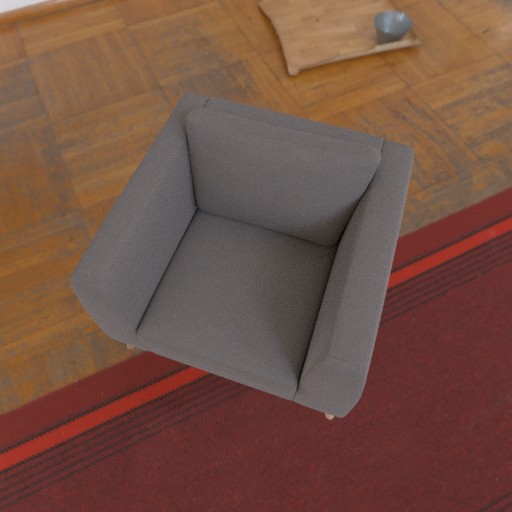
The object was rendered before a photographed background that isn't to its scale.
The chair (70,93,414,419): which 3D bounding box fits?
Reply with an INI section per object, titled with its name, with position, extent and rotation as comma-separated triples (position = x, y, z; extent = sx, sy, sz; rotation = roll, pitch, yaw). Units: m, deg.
[chair]
position = 0.000, 0.000, 1.749
extent = 1.000, 0.860, 0.930
rotation = 17, 61, 9
